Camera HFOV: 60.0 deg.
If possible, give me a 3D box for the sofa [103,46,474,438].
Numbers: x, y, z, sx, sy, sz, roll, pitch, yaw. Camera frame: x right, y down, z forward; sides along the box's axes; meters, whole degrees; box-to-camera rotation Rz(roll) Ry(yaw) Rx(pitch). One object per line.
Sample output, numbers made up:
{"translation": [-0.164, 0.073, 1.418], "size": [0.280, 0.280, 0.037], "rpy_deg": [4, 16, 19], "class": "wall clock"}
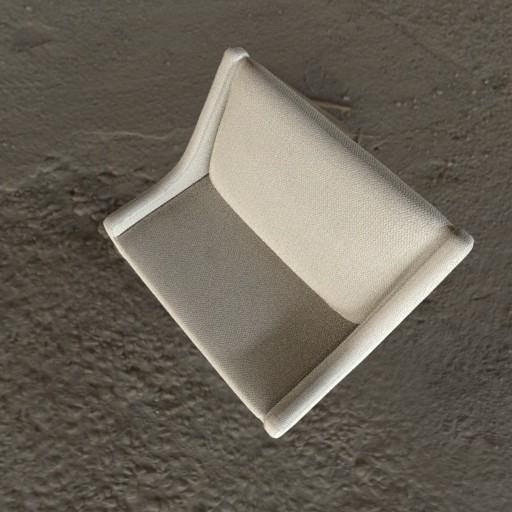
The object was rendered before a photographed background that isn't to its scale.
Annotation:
{"translation": [0.000, 0.000, 1.952], "size": [0.870, 1.022, 1.242], "rpy_deg": [-38, 70, -16], "class": "sofa"}
